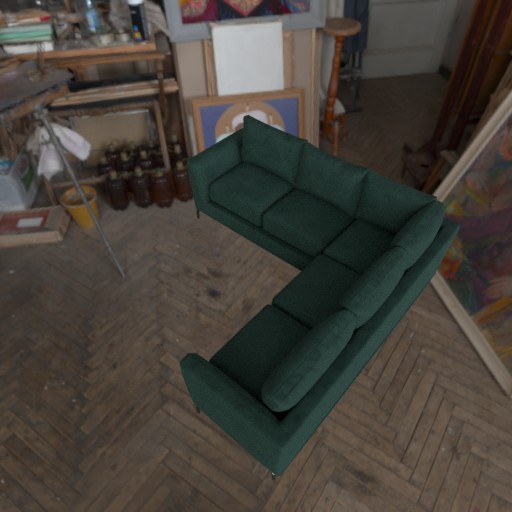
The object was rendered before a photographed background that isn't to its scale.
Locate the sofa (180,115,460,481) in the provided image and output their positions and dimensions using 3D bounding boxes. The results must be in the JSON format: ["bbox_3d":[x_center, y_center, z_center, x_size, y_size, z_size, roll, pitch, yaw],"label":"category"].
[{"bbox_3d":[0.000,0.000,3.812,2.468,1.004,2.452,31,53,27],"label":"sofa"}]
